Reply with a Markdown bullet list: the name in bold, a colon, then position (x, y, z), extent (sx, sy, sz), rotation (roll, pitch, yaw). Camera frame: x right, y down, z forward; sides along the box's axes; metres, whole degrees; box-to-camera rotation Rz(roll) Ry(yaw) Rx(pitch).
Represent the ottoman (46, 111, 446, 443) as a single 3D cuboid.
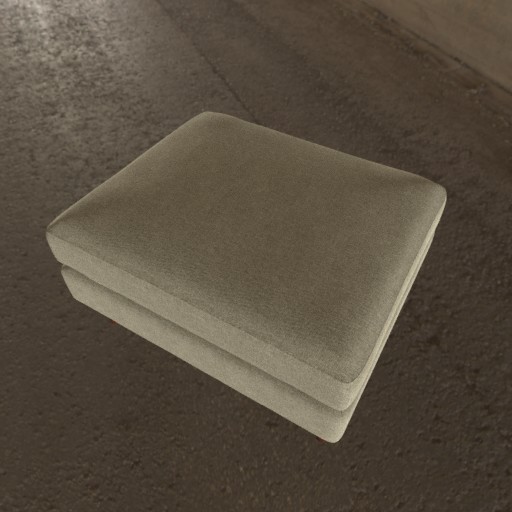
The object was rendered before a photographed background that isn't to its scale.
- **ottoman**: position (0.000, 0.000, 1.254), extent (0.821, 0.474, 0.693), rotation (23, 51, 21)
